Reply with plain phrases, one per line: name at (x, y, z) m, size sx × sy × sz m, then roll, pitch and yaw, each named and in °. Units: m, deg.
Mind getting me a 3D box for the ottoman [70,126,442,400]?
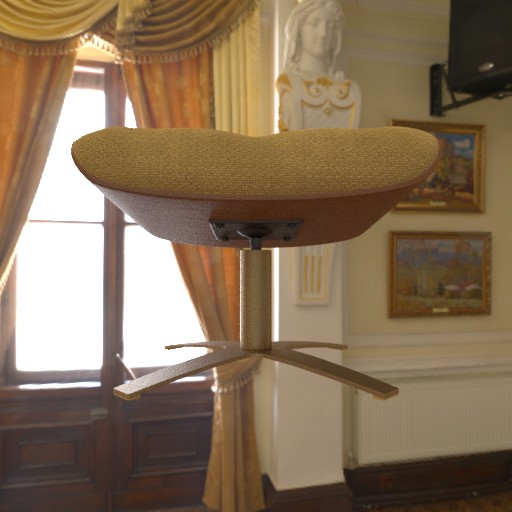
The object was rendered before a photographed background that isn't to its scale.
ottoman at (0.000, 0.000, 0.784) m, size 0.520 × 0.391 × 0.394 m, roll 0°, pitch -1°, yaw 0°
